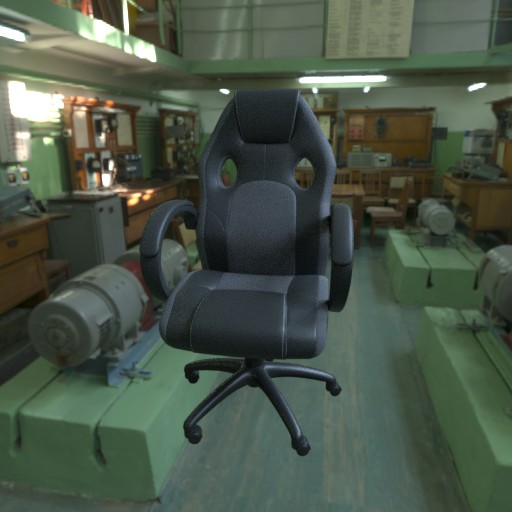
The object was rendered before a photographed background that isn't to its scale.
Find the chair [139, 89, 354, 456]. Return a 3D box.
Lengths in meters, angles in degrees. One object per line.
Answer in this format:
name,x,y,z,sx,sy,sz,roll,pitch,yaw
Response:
chair,0.000,0.000,1.603,0.673,1.187,0.724,2,16,9
